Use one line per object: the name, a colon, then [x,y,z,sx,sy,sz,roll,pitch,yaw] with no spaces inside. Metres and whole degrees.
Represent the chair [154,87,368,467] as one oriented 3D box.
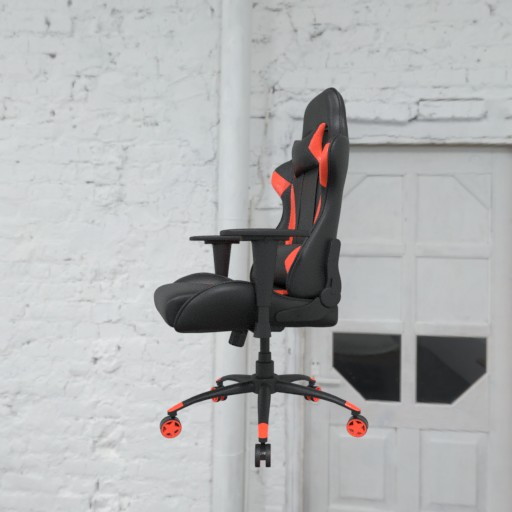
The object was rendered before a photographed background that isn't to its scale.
chair: [0.000,0.000,1.670,0.730,1.282,0.695,0,1,-17]
